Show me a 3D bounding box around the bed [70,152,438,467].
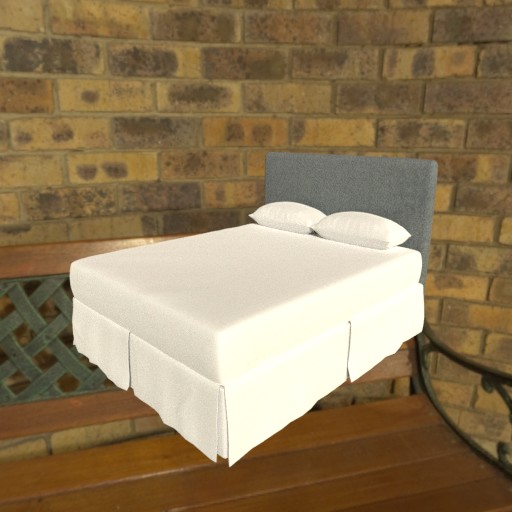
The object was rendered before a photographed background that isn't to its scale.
[{"bbox_3d":[0.000,0.000,3.154,2.142,1.330,1.723,-15,22,-43],"label":"bed"}]
